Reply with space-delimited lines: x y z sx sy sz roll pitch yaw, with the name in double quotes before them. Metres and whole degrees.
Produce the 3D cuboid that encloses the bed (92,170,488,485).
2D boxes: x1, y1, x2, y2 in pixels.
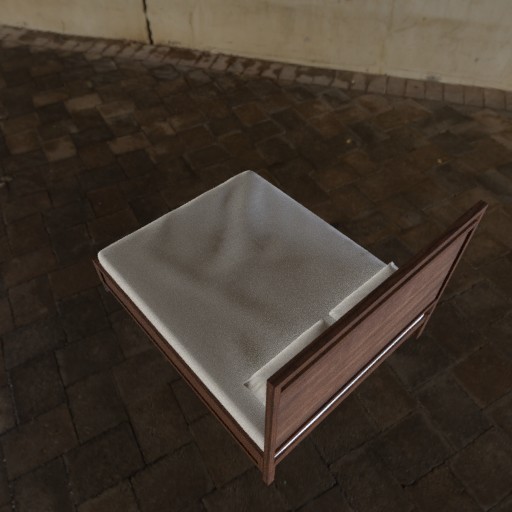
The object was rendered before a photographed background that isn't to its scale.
"bed" 0.000 0.000 3.374 1.765 1.487 2.218 -34 56 -26
